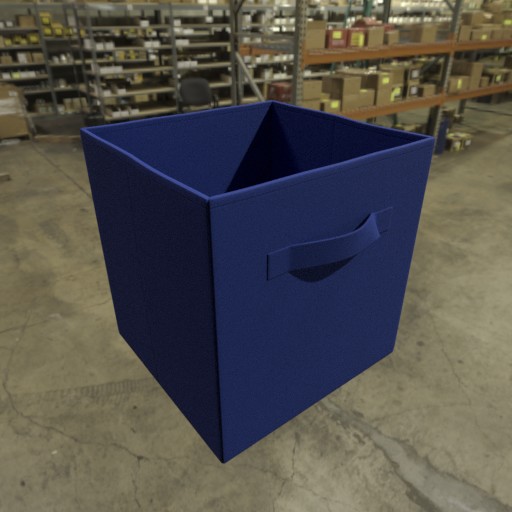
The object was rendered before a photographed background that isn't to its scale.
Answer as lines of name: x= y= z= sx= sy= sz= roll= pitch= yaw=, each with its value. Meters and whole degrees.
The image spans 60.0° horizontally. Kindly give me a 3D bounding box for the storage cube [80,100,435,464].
storage cube: x=0.000 y=0.000 z=0.513 sx=0.270 sy=0.280 sz=0.270 roll=-21 pitch=35 yaw=-32
